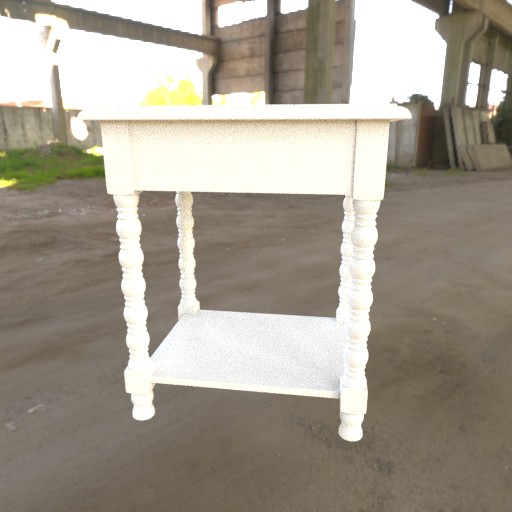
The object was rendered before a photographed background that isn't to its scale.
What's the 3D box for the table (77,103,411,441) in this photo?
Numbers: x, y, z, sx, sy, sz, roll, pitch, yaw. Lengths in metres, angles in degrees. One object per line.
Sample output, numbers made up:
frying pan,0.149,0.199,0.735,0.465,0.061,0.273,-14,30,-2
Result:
table,0.000,0.000,0.848,0.460,0.531,0.381,2,16,8
